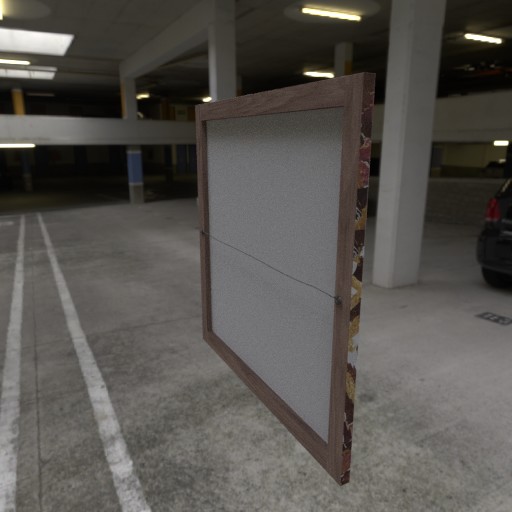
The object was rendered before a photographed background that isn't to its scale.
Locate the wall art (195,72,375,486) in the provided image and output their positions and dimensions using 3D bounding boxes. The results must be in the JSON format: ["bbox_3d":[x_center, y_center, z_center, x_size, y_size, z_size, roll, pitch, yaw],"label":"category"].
[{"bbox_3d":[0.000,0.000,1.107,0.028,0.762,0.757,-7,16,-26],"label":"wall art"}]
